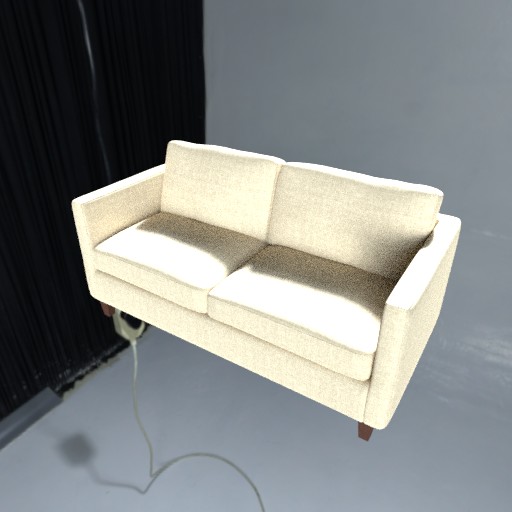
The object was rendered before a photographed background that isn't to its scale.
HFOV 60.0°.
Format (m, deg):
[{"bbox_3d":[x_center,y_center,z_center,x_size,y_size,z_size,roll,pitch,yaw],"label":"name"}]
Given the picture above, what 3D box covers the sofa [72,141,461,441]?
[{"bbox_3d":[0.000,0.000,2.452,1.884,0.963,0.950,18,34,28],"label":"sofa"}]
